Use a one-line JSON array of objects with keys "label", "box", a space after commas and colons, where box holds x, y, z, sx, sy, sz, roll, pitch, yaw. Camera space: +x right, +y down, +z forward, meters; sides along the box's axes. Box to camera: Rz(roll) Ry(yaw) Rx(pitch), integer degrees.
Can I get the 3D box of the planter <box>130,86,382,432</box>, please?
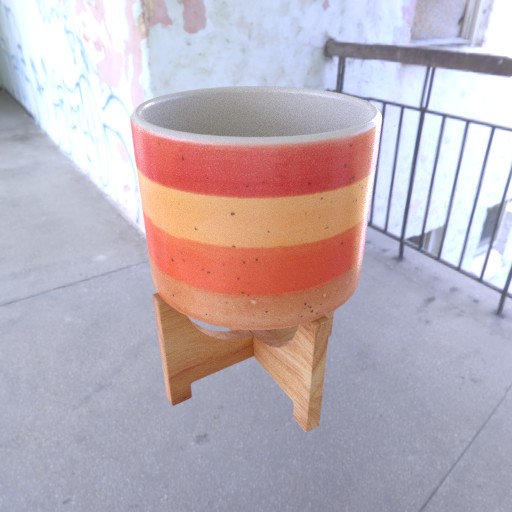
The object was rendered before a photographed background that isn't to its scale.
[{"label": "planter", "box": [0.000, 0.000, 0.410, 0.199, 0.268, 0.199, 0, 30, 0]}]
